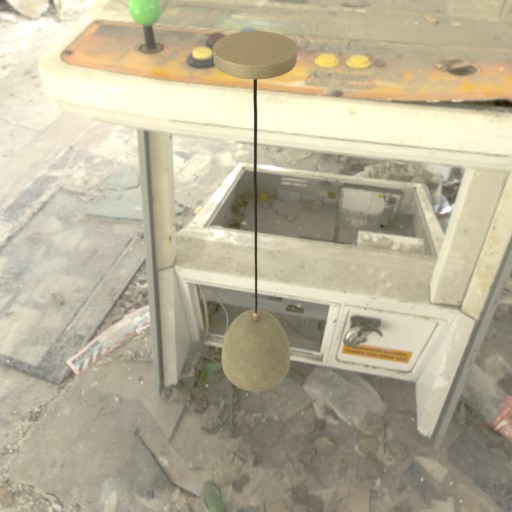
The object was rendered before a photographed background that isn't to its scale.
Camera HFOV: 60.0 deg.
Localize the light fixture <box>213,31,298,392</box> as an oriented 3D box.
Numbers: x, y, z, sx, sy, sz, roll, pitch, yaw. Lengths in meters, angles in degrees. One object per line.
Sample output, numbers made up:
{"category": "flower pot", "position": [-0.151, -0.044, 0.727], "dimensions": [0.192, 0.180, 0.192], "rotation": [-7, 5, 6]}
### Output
{"category": "light fixture", "position": [0.000, 0.000, 0.828], "dimensions": [0.170, 0.759, 0.170], "rotation": [30, 54, 25]}
